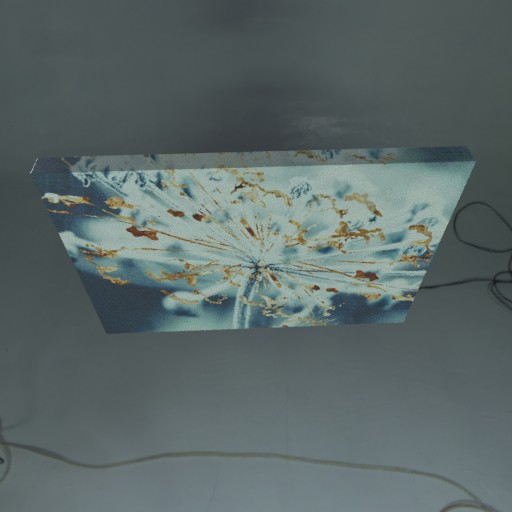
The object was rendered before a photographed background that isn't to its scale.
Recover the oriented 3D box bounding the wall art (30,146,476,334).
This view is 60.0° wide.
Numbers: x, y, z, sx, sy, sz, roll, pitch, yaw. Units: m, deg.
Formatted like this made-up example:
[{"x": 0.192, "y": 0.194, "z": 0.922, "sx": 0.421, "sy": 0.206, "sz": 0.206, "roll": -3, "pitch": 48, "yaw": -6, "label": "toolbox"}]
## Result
[{"x": 0.000, "y": 0.000, "z": 0.767, "sx": 0.607, "sy": 0.405, "sz": 0.036, "roll": -2, "pitch": 49, "yaw": -2, "label": "wall art"}]
